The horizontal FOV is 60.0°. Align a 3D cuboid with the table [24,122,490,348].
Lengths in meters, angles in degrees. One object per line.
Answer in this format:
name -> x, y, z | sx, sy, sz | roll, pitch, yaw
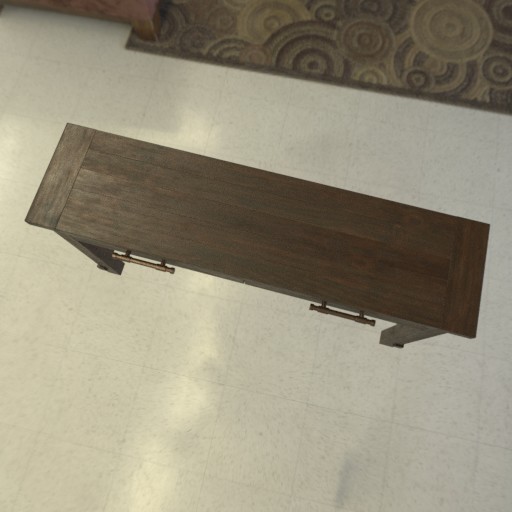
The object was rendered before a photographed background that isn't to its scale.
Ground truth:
table -> 0.000, 0.000, 1.927 | 1.599, 0.762, 0.442 | 14, 74, 4
